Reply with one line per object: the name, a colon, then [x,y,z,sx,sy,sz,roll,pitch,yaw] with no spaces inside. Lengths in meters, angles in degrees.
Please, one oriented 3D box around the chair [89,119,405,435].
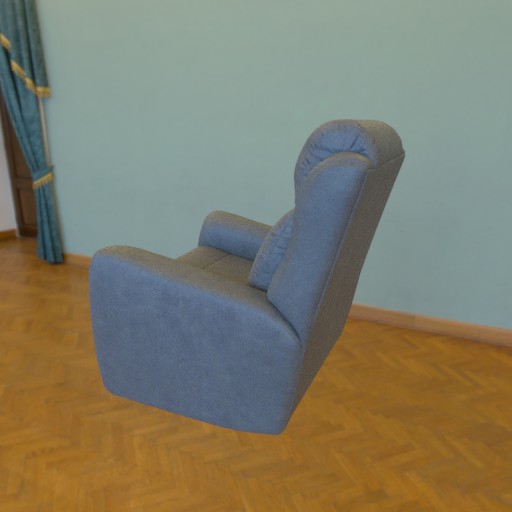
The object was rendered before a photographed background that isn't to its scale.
chair: [0.000,0.000,1.899,1.068,1.116,0.967,8,18,24]
